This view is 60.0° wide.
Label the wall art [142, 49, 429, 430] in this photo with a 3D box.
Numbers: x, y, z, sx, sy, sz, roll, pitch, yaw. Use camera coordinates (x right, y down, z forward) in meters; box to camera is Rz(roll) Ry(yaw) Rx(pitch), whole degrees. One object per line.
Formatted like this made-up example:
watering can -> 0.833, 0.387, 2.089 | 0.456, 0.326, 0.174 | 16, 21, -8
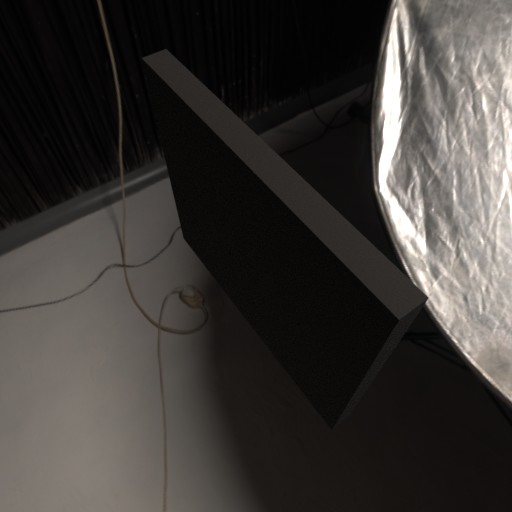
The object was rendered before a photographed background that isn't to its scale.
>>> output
wall art -> 0.000, 0.000, 0.533 | 0.031, 0.330, 0.381 | -31, 61, -19
